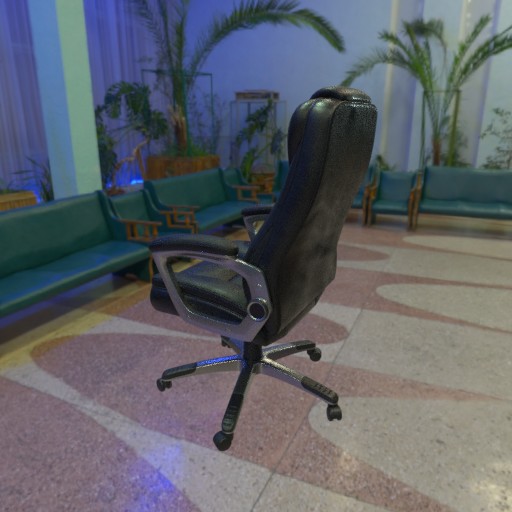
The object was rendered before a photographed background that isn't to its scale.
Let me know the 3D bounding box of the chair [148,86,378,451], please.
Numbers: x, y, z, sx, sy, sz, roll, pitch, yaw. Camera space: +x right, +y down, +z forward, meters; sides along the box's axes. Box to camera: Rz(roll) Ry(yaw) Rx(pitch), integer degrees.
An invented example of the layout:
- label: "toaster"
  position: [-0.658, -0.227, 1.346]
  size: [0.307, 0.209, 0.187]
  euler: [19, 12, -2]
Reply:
- label: "chair"
  position: [0.000, 0.000, 1.527]
  size: [0.689, 1.075, 0.697]
  euler: [9, 19, 26]
